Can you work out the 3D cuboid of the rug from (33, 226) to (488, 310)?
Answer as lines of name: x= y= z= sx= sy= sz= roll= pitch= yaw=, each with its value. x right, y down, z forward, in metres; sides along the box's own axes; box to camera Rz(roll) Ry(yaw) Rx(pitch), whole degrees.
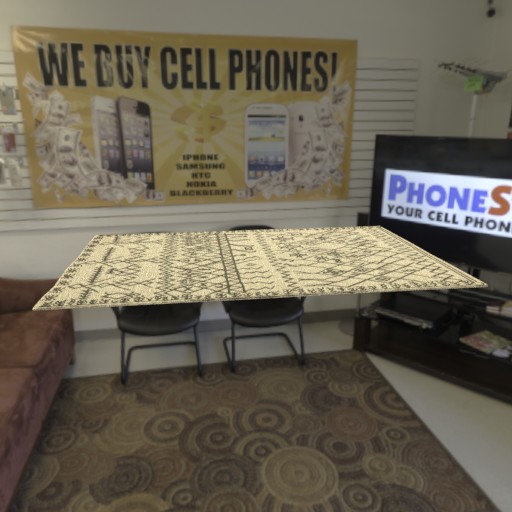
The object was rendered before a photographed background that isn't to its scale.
rug: x=0.000 y=0.000 z=3.075 sx=2.444 sy=0.012 sz=1.530 roll=-2 pitch=17 yaw=-8
